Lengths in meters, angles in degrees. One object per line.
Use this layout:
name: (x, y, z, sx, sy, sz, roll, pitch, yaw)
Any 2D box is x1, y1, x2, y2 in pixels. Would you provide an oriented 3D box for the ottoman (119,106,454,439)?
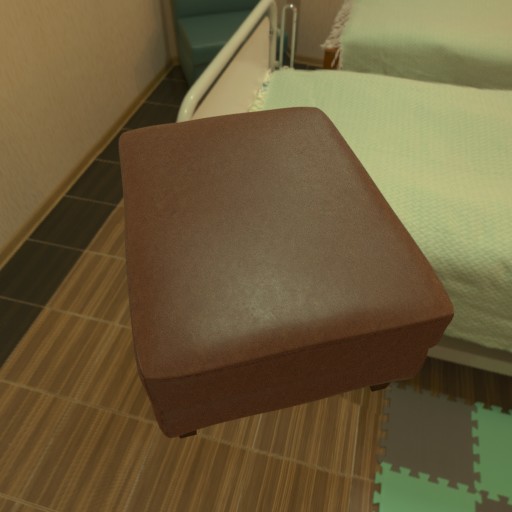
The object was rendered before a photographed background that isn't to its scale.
ottoman: (0.000, 0.000, 1.240, 0.650, 0.485, 0.851, -11, 49, -9)
